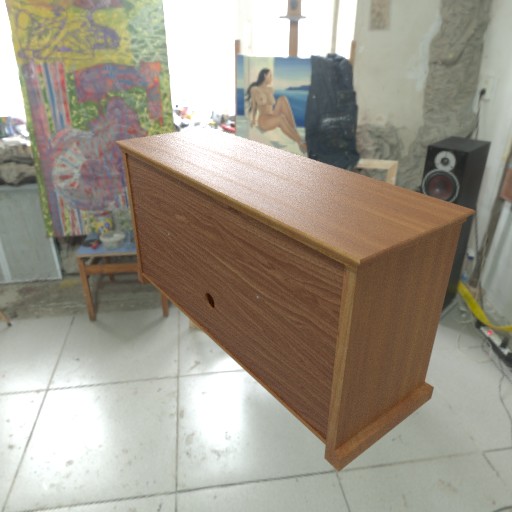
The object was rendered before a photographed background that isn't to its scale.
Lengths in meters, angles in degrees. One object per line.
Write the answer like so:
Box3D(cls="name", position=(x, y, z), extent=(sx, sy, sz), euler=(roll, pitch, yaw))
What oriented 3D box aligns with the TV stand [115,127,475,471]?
Box3D(cls="TV stand", position=(0.000, 0.000, 1.489), extent=(0.417, 0.607, 1.181), euler=(-20, 34, -33))
